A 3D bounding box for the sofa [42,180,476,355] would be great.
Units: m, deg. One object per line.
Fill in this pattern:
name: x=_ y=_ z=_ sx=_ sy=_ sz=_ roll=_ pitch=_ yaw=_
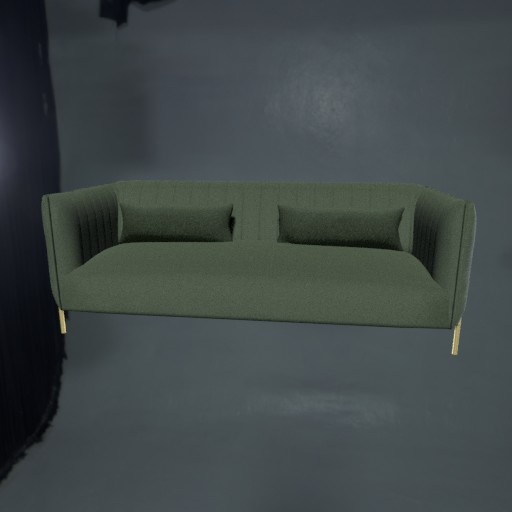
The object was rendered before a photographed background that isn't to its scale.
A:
sofa: x=0.000 y=0.000 z=2.561 sx=2.137 sy=0.793 sz=0.896 roll=2 pitch=14 yaw=7
